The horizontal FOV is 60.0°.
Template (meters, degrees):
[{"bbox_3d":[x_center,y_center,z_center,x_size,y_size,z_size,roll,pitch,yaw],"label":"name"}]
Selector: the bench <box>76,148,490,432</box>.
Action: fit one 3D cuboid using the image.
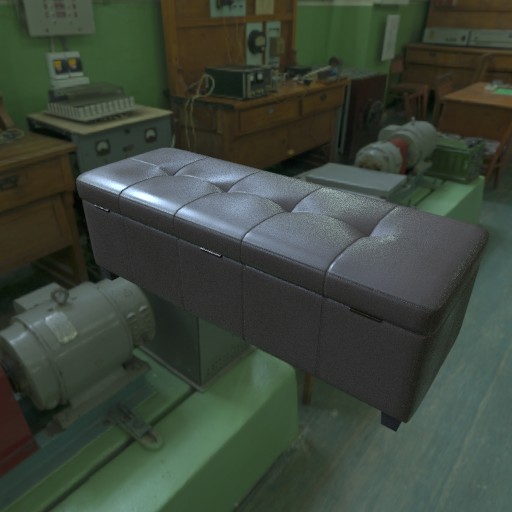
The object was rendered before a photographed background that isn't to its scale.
[{"bbox_3d":[0.000,0.000,1.410,1.219,0.417,0.450,21,36,31],"label":"bench"}]
